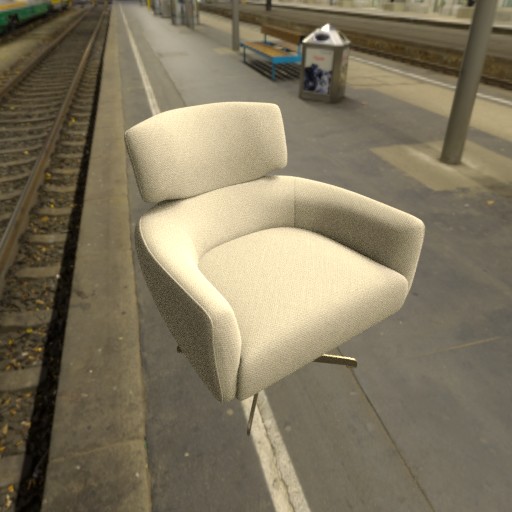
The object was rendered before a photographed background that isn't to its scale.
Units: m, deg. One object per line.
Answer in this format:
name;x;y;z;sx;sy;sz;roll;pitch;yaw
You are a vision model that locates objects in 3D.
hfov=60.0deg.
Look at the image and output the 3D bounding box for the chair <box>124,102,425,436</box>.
chair;0.000;0.000;1.406;0.760;0.810;0.730;-21;37;-31
